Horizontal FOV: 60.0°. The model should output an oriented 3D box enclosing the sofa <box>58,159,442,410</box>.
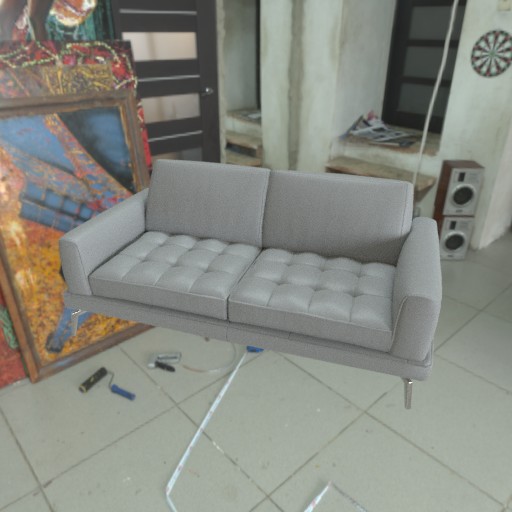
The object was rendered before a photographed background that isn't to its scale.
[{"bbox_3d":[0.000,0.000,2.779,2.177,0.930,1.121,8,28,16],"label":"sofa"}]
